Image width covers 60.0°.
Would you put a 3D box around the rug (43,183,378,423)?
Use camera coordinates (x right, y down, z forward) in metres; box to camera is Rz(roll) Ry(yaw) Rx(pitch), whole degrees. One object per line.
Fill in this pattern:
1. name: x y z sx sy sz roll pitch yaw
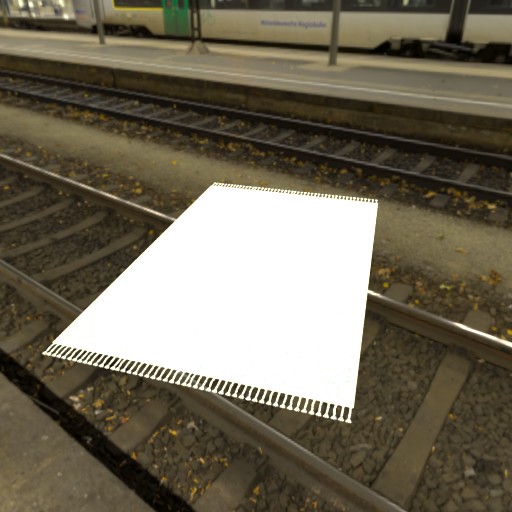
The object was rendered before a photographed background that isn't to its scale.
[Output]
1. rug: 0.000 0.000 3.041 1.524 0.010 2.438 8 31 14
